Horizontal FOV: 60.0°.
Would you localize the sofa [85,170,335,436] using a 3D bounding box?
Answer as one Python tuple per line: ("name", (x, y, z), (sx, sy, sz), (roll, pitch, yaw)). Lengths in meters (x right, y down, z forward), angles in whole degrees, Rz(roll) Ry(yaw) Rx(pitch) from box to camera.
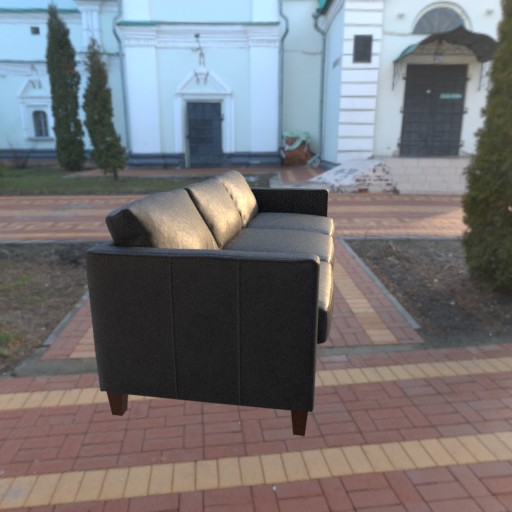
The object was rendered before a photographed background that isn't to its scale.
("sofa", (0.000, 0.000, 2.992), (1.045, 1.006, 2.464), (3, 15, 9))
